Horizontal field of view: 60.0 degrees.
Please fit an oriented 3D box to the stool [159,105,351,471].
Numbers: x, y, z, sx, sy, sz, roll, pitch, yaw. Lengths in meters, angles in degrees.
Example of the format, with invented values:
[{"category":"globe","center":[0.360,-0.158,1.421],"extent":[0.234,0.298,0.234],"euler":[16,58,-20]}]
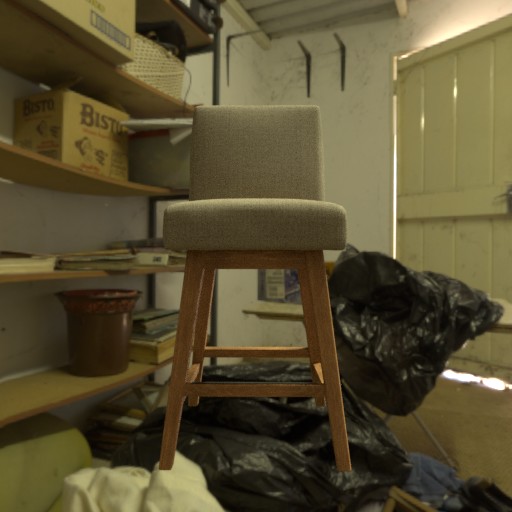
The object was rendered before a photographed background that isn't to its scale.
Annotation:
[{"category":"stool","center":[0.000,0.000,1.294],"extent":[0.459,1.010,0.526],"euler":[0,1,1]}]
